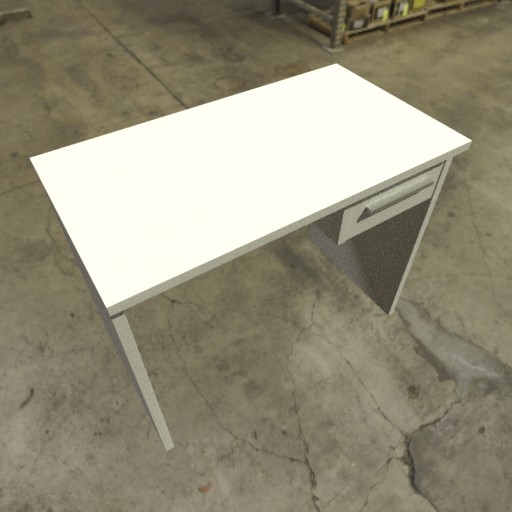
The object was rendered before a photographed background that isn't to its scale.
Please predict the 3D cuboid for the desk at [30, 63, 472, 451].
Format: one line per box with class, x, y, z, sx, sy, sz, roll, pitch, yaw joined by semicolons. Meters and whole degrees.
desk;0.000;0.000;1.295;0.900;0.729;0.498;-25;52;-22
